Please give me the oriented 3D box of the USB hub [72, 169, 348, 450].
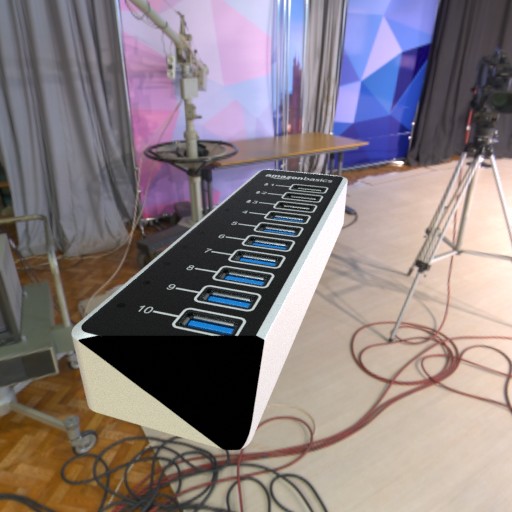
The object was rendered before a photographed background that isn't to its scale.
[{"bbox_3d":[0.000,0.000,0.161,0.044,0.023,0.145,9,28,17],"label":"USB hub"}]
